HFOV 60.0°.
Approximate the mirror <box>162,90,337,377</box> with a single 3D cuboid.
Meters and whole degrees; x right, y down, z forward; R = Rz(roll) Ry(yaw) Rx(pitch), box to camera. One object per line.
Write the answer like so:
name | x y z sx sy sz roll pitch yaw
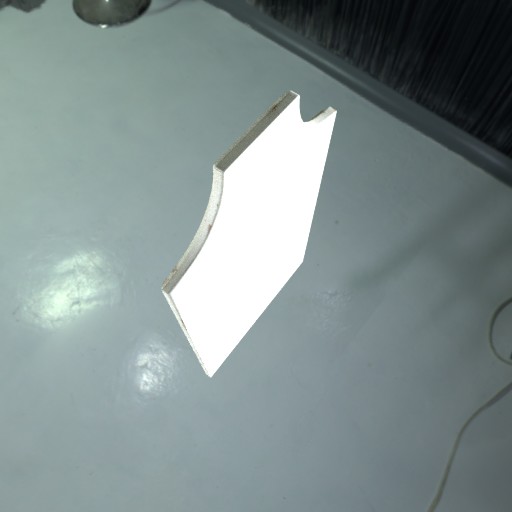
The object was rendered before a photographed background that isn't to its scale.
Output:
mirror | 0.000 0.000 0.858 0.022 0.717 0.403 35 69 15
